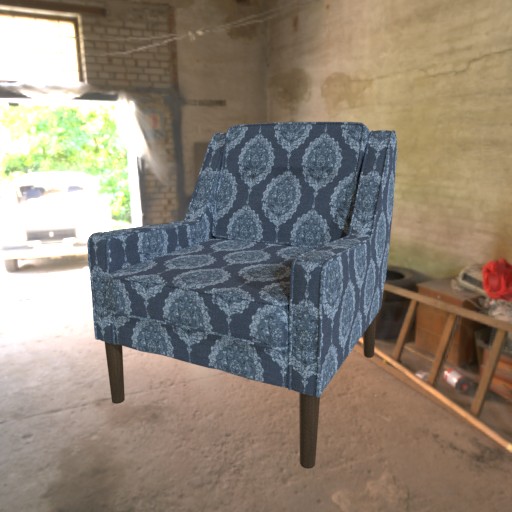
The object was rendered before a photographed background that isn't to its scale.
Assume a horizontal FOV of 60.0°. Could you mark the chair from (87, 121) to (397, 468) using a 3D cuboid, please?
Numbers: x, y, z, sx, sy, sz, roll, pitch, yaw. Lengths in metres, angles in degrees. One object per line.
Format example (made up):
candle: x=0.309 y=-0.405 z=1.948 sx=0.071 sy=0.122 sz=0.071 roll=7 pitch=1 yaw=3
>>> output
chair: x=0.000 y=0.000 z=1.329 sx=0.663 sy=0.792 sz=0.743 roll=7 pitch=16 yaw=26
